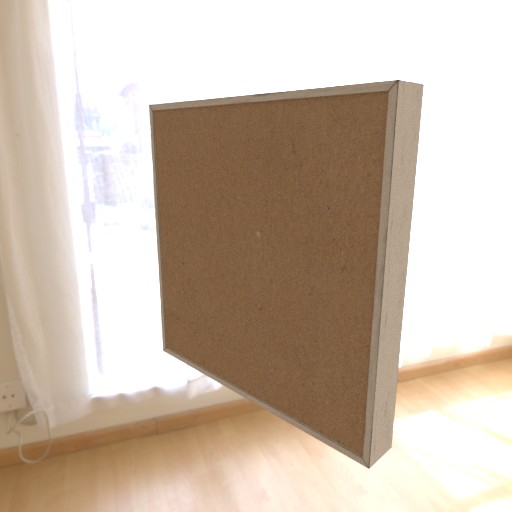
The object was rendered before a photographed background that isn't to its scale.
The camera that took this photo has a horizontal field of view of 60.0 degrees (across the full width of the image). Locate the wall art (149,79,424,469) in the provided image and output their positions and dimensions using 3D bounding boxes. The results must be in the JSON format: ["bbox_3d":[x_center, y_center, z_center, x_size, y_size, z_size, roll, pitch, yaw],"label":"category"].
[{"bbox_3d":[0.000,0.000,0.449,0.305,0.305,0.038,14,20,43],"label":"wall art"}]
